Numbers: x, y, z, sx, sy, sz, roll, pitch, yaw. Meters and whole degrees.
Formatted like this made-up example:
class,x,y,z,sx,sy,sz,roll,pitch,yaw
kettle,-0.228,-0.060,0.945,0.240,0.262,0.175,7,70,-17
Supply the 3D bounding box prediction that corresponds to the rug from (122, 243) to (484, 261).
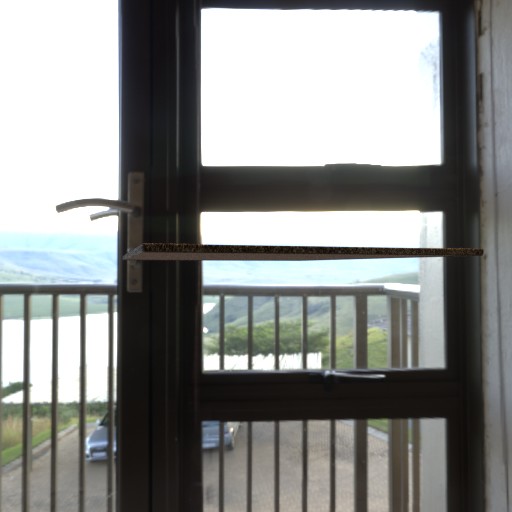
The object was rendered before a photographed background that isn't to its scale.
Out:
class,x,y,z,sx,sy,sz,roll,pitch,yaw
rug,0.000,0.000,2.162,1.198,0.025,1.601,0,-1,-19
